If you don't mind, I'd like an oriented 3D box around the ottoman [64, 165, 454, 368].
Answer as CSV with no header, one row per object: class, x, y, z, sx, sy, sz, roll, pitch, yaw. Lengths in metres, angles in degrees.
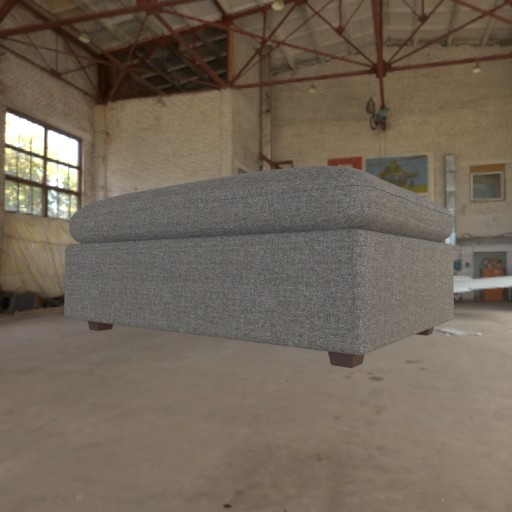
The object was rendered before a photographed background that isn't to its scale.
ottoman,0.000,0.000,1.417,1.041,0.483,0.711,-1,-2,37
